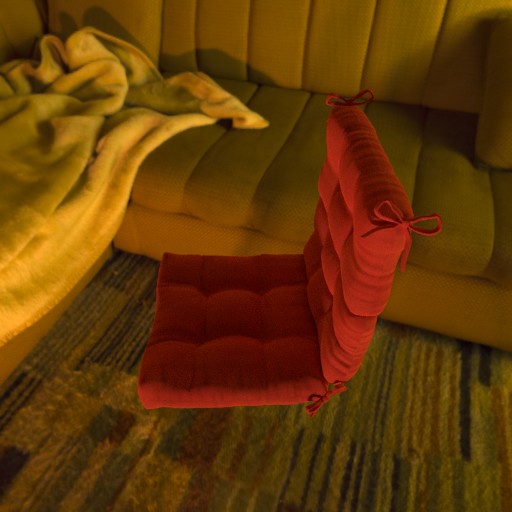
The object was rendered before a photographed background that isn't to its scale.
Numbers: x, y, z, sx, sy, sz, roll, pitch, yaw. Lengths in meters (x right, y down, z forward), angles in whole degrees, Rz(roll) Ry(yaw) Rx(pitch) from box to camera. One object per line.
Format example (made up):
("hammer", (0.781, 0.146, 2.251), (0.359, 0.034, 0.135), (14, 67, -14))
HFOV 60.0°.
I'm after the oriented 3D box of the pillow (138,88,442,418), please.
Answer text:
("pillow", (0.000, 0.000, 1.040), (0.571, 0.605, 0.519), (-1, 42, -1))
